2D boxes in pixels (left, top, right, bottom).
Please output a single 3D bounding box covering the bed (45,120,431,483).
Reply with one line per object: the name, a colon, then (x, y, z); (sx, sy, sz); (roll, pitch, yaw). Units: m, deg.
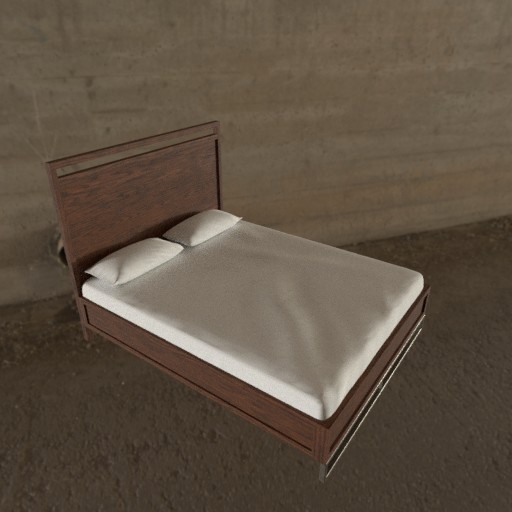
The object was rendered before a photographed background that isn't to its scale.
bed: (0.000, 0.000, 3.372); (2.218, 1.487, 1.765); (19, 33, 31)
